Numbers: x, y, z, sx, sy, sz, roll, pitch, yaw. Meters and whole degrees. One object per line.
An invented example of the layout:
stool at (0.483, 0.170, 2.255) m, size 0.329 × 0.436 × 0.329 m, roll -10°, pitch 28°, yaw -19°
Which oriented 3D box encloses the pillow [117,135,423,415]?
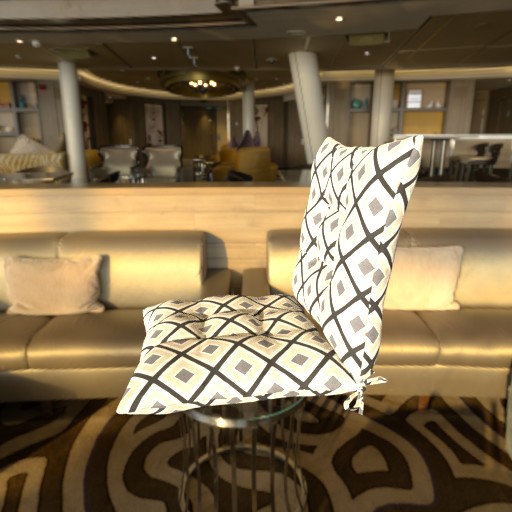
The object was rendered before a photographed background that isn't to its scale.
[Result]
pillow at (0.000, 0.000, 1.022) m, size 0.585 × 0.536 × 0.541 m, roll -2°, pitch 15°, yaw -9°
